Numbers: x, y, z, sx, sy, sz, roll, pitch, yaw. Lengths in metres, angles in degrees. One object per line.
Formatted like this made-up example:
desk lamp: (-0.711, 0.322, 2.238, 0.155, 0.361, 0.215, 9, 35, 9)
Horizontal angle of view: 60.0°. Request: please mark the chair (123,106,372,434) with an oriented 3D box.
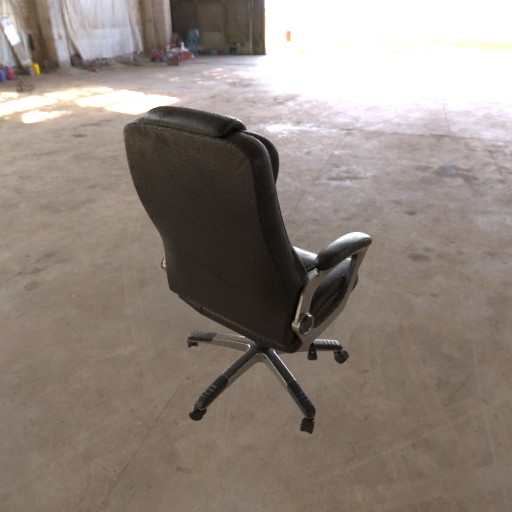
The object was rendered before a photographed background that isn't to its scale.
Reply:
chair: (0.000, 0.000, 1.555, 0.697, 1.075, 0.689, 21, 35, 33)
